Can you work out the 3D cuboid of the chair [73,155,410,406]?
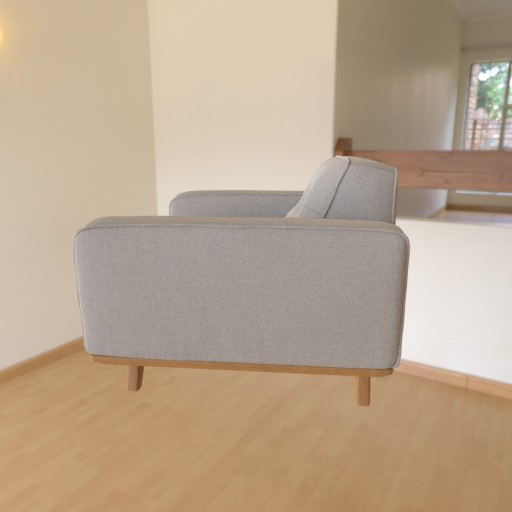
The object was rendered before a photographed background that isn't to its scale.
[{"bbox_3d":[0.000,0.000,1.765,0.953,0.779,1.115,2,14,7],"label":"chair"}]
